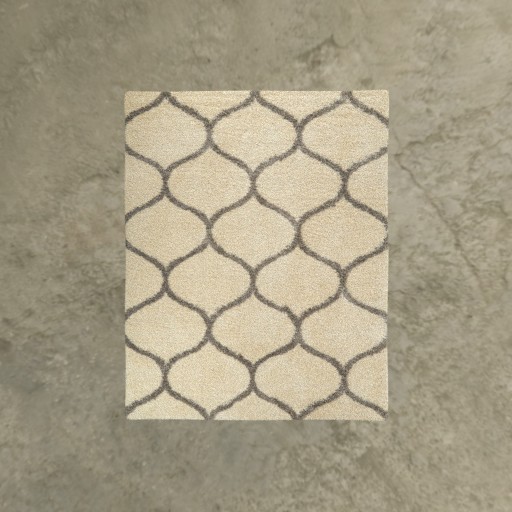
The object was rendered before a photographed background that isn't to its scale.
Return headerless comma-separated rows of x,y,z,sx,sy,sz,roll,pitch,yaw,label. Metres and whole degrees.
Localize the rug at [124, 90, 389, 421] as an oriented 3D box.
0.000,0.000,4.038,2.399,0.026,3.000,0,90,1,rug
